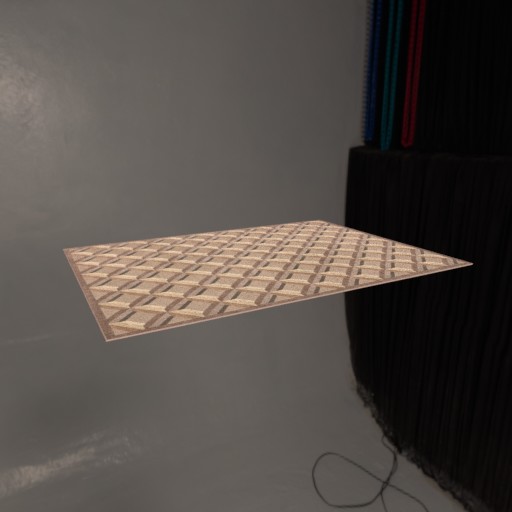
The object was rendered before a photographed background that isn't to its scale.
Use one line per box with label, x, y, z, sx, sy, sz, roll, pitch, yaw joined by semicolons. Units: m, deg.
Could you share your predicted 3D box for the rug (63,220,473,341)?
rug;0.000;0.000;4.360;3.294;0.018;2.382;-8;18;-27
